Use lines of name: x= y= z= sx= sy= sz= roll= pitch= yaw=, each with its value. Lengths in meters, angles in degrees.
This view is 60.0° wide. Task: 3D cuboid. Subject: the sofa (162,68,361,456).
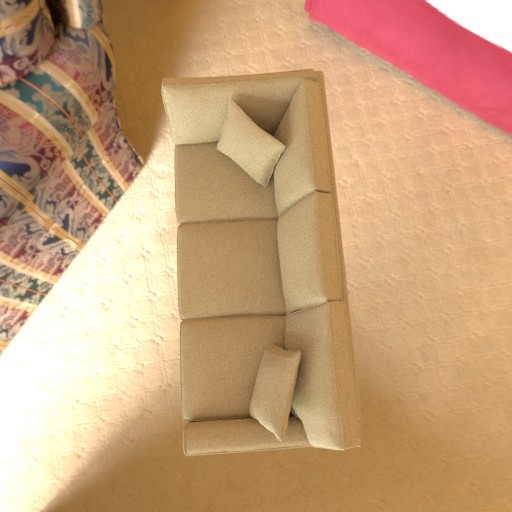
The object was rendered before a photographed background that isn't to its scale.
sofa: x=0.000 y=0.000 z=2.895 sx=1.061 sy=0.962 sz=2.317 roll=-3 pitch=77 yaw=-1
